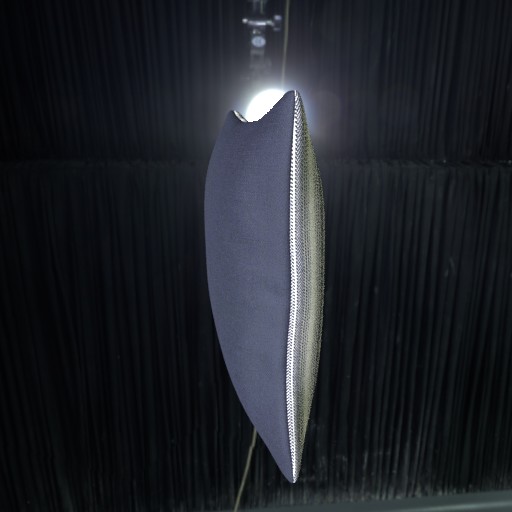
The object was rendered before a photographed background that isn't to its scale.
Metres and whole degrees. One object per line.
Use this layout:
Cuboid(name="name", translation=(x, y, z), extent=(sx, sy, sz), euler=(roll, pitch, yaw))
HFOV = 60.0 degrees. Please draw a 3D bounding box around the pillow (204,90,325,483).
Cuboid(name="pillow", translation=(0.000, 0.000, 0.779), extent=(0.166, 0.508, 0.520), euler=(-3, 16, -10))
